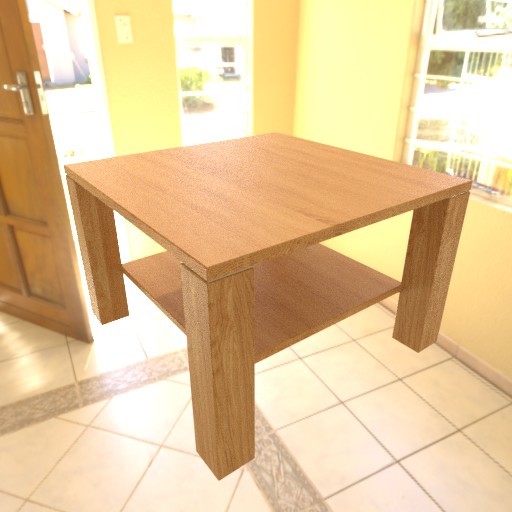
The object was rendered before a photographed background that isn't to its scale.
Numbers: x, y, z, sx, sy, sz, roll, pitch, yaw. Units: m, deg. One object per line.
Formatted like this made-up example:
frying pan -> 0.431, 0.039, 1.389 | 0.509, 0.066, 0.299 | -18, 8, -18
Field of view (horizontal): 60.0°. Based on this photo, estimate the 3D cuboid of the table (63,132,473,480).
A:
table -> 0.000, 0.000, 1.162 | 0.700, 0.450, 0.700 | -19, 32, -33
